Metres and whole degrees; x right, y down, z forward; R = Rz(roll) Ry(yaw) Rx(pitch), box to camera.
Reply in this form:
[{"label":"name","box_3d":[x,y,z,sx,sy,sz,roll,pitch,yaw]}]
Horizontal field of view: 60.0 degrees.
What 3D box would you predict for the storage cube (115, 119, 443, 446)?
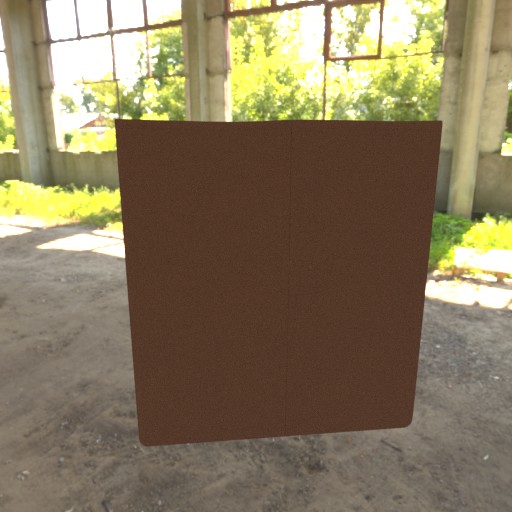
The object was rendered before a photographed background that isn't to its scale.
[{"label":"storage cube","box_3d":[0.000,0.000,0.494,0.270,0.280,0.270,-2,15,-6]}]
